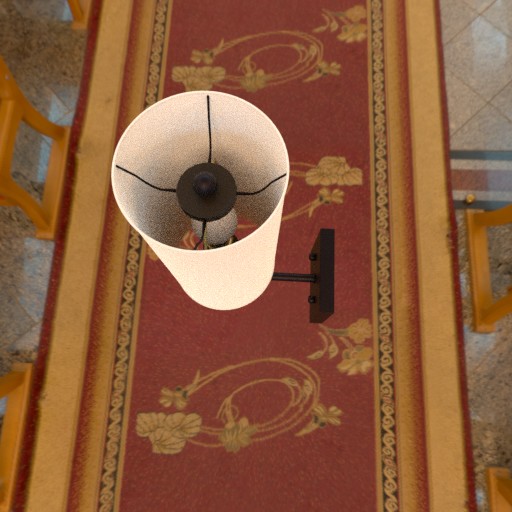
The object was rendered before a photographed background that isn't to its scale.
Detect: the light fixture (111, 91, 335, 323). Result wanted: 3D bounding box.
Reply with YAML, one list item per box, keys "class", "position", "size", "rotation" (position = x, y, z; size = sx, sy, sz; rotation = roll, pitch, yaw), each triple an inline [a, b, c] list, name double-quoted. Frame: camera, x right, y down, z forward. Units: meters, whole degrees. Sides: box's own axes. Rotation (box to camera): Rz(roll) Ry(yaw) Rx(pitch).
- class: "light fixture"
  position: [0.000, 0.000, 0.541]
  size: [0.208, 0.462, 0.128]
  rotation: [3, 75, 1]
